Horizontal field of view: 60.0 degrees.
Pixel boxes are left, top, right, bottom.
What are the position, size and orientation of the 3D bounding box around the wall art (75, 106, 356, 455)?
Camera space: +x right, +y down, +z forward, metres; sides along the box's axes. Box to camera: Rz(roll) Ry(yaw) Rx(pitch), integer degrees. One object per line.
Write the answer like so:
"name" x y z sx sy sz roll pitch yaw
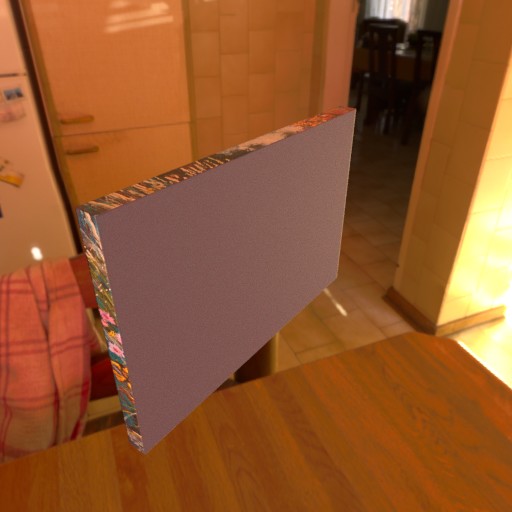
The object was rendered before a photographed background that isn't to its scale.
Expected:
"wall art" 0.000 0.000 0.791 0.037 0.406 0.610 22 37 31
